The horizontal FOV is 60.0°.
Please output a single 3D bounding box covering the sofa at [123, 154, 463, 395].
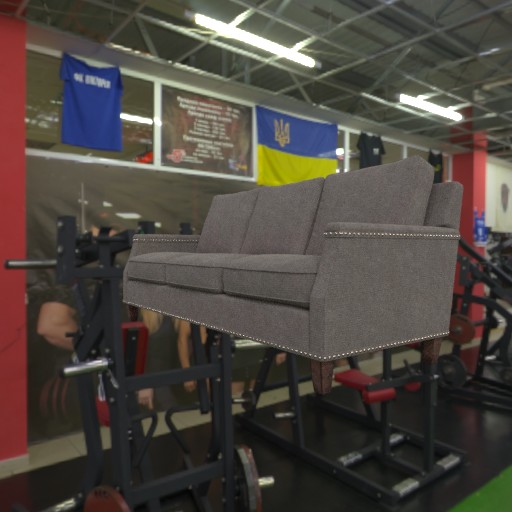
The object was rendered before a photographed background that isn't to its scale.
[{"bbox_3d":[0.000,0.000,2.853,1.034,1.042,2.226,-1,2,-36],"label":"sofa"}]
